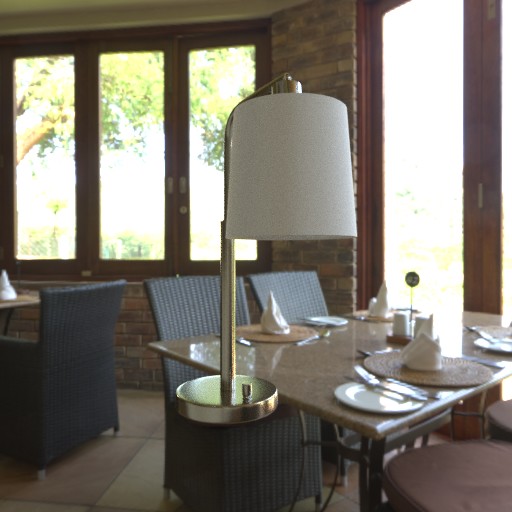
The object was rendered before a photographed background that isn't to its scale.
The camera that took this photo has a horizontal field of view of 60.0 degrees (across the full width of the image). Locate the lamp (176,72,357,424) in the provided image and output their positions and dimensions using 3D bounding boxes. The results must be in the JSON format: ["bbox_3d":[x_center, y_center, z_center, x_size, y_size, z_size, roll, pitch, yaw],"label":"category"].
[{"bbox_3d":[0.000,0.000,0.652,0.171,0.489,0.333,0,1,-35],"label":"lamp"}]
